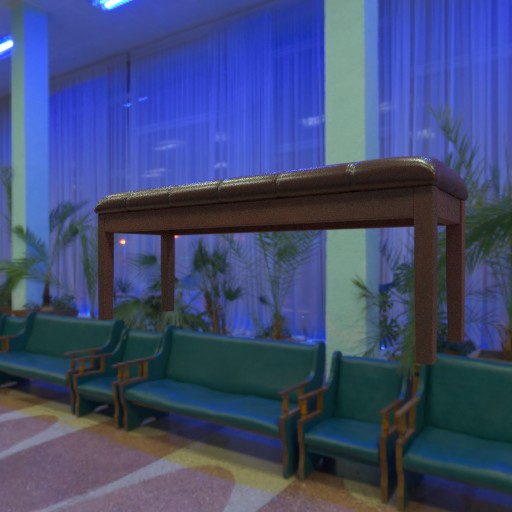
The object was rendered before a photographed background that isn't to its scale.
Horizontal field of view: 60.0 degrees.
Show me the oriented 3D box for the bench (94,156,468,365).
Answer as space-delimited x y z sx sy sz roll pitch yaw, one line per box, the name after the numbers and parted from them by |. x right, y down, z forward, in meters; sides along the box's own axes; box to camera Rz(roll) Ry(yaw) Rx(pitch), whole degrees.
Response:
0.000 0.000 1.497 1.259 0.491 0.401 0 0 35 | bench
